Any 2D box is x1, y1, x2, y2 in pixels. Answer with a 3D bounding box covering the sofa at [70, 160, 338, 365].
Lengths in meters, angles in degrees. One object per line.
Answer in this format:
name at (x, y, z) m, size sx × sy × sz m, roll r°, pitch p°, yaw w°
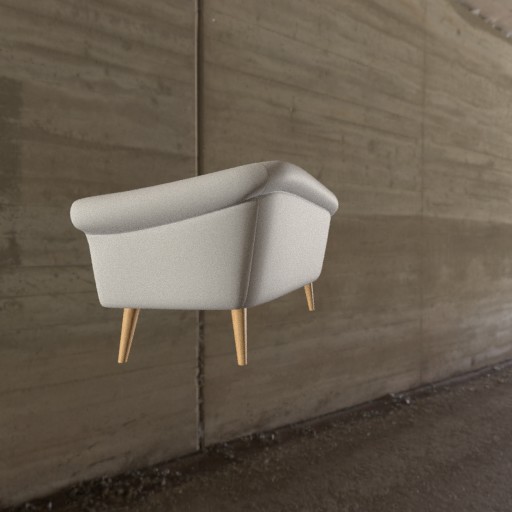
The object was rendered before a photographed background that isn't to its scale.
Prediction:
sofa at (0.000, 0.000, 2.557) m, size 0.827 × 0.795 × 2.160 m, roll 0°, pitch 2°, yaw 18°
